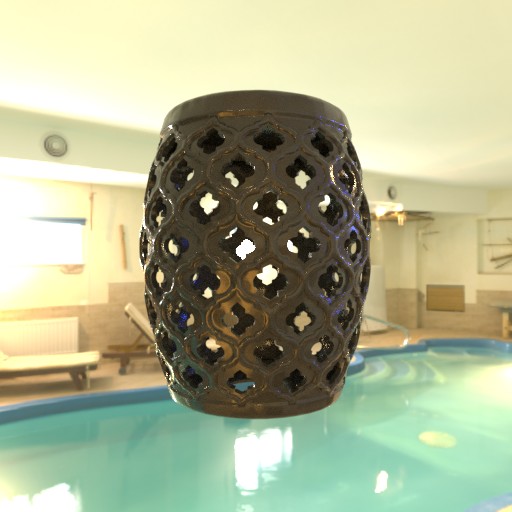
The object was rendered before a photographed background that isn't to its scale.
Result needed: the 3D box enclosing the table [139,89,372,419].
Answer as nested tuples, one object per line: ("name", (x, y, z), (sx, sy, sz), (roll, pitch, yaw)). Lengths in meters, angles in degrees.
("table", (0.000, 0.000, 0.641), (0.325, 0.388, 0.325), (0, -1, 0))
